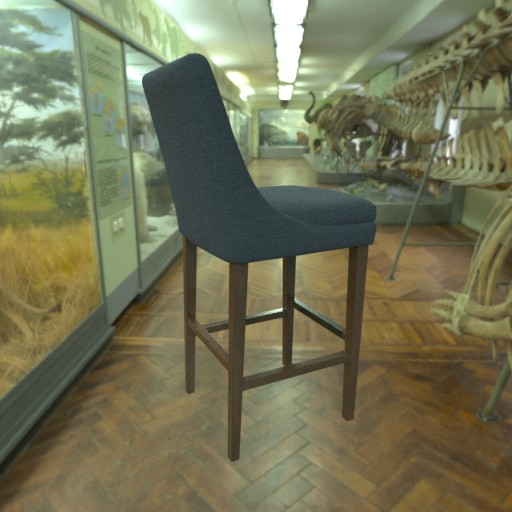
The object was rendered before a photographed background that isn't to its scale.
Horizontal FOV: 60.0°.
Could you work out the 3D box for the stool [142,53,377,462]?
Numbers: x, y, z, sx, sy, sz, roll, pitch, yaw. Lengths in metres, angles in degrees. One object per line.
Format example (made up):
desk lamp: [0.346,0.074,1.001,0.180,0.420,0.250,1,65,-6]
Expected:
stool: [0.000,0.000,1.381,0.577,1.078,0.470,-8,17,-26]
